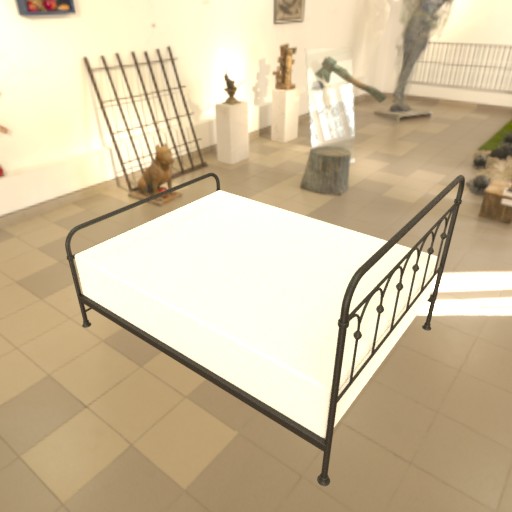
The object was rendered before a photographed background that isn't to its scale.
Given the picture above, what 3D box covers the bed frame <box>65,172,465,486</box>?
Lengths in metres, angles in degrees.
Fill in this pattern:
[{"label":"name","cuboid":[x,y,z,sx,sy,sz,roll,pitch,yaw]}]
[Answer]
[{"label":"bed frame","cuboid":[0.000,0.000,3.153,2.203,1.276,1.664,21,36,32]}]
